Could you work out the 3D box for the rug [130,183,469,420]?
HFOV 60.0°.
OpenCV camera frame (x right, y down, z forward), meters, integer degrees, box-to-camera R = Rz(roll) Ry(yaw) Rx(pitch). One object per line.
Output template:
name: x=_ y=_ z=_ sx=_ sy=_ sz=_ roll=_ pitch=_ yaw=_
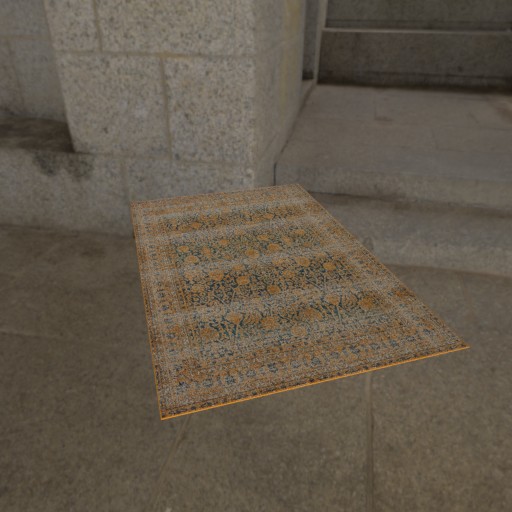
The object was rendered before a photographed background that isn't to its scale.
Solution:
rug: x=0.000 y=0.000 z=2.991 sx=1.525 sy=0.007 sz=2.336 roll=-9 pitch=32 yaw=-14
